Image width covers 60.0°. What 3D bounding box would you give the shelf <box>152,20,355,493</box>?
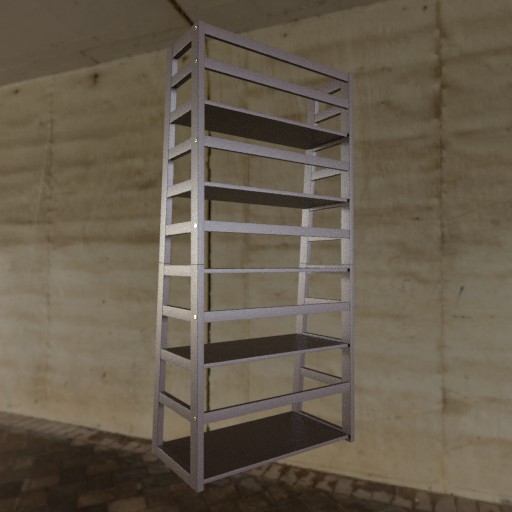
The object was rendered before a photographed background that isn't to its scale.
[{"bbox_3d":[0.000,0.000,1.880,0.763,1.600,0.403,1,-1,-35],"label":"shelf"}]
